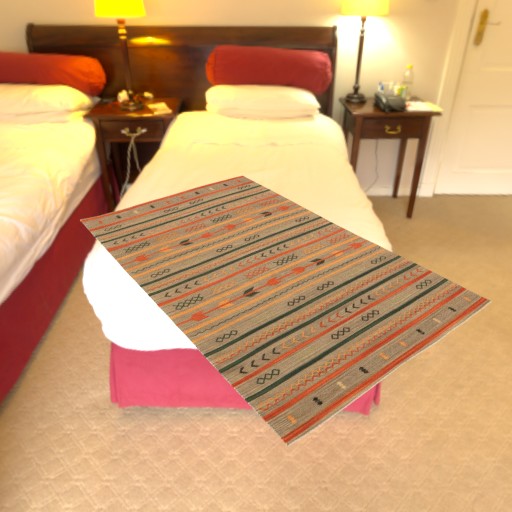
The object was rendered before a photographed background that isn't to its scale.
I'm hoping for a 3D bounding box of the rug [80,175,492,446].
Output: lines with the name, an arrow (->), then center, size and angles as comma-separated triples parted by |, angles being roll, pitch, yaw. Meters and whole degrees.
rug -> 0.000, 0.000, 2.962 | 1.537, 0.029, 2.439 | -22, 38, -31
